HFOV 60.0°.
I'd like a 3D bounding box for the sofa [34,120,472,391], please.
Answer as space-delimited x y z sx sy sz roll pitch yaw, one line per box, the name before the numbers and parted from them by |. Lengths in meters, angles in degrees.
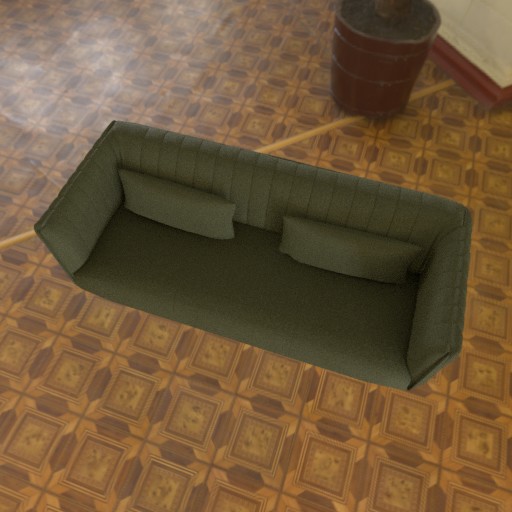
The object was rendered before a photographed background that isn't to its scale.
sofa | 0.000 0.000 2.532 2.137 0.793 0.896 16 60 9
